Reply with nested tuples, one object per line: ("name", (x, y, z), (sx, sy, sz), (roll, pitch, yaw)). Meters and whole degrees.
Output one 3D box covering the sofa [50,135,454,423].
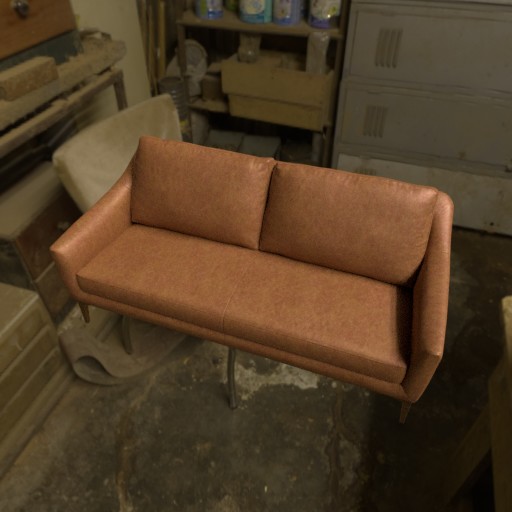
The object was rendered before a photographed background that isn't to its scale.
("sofa", (0.000, 0.000, 2.530), (2.036, 0.945, 0.981), (14, 43, 15))
